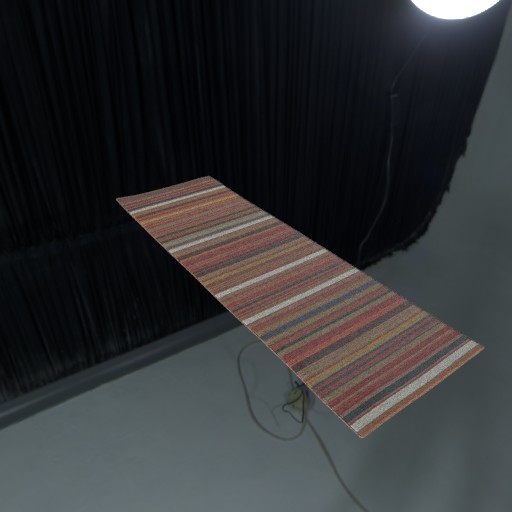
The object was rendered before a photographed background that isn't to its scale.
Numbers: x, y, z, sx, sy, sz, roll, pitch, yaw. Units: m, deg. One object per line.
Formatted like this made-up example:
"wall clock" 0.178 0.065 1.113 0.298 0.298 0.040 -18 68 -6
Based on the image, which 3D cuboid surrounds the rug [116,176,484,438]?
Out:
"rug" 0.000 0.000 2.639 0.799 0.030 2.444 -21 38 -29
